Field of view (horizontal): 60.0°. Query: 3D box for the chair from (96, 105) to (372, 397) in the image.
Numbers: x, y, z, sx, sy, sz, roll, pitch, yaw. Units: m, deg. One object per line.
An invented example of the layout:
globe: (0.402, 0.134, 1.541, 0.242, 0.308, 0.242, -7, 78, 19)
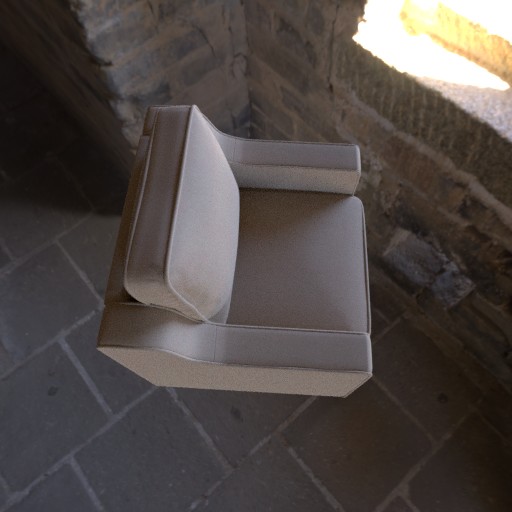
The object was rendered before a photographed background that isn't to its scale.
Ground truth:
chair: (0.000, 0.000, 1.718, 0.882, 0.948, 0.922, 3, 64, 1)
